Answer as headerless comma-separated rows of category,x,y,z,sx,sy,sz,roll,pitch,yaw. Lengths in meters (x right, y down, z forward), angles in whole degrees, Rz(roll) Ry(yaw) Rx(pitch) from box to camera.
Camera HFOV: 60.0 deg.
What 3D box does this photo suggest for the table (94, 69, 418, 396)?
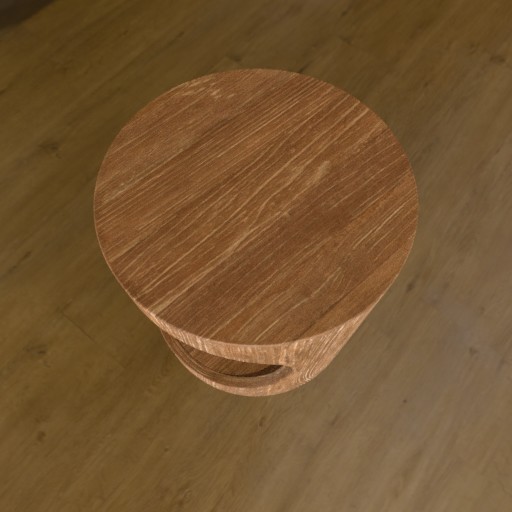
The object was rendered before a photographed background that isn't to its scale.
table,0.000,0.000,0.976,0.527,0.551,0.527,0,65,0
